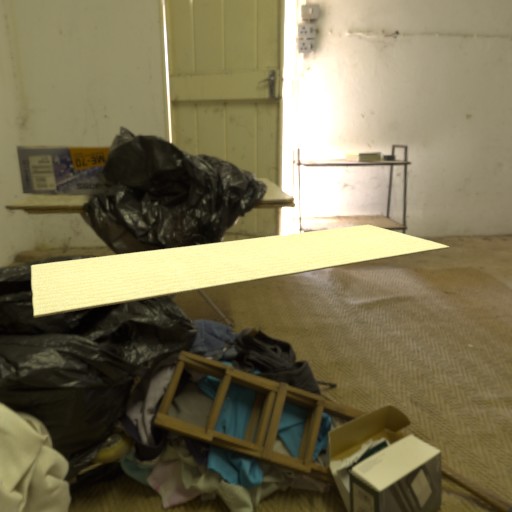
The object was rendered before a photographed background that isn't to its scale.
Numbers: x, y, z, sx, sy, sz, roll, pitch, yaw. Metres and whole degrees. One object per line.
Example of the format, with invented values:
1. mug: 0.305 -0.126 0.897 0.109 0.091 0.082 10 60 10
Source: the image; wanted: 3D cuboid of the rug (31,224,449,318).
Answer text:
1. rug: 0.000 0.000 2.686 2.450 0.014 0.793 -8 18 -26
